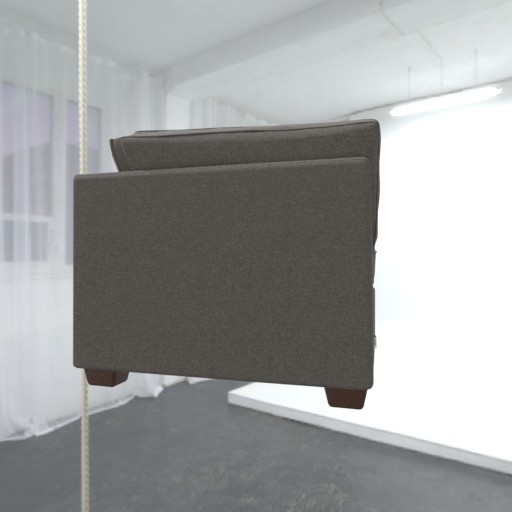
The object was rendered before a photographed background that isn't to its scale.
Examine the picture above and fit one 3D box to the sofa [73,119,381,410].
[{"bbox_3d":[0.000,0.000,1.912,1.050,0.951,1.042,0,0,17],"label":"sofa"}]
